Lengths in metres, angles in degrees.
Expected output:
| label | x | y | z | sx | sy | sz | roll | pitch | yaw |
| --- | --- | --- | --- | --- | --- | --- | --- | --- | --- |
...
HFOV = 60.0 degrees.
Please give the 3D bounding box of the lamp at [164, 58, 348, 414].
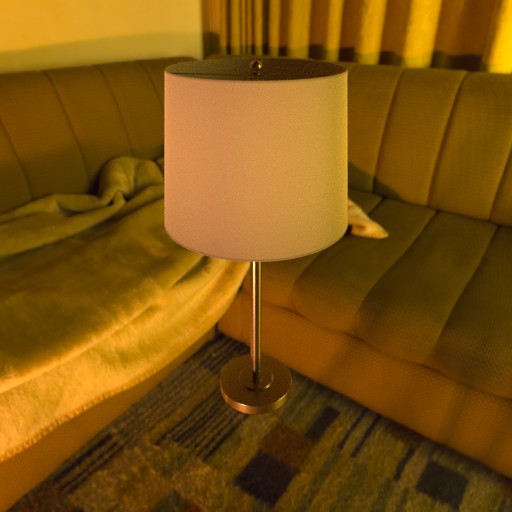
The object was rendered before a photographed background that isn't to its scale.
| label | x | y | z | sx | sy | sz | roll | pitch | yaw |
| --- | --- | --- | --- | --- | --- | --- | --- | --- | --- |
| lamp | 0.000 | 0.000 | 0.858 | 0.333 | 0.696 | 0.333 | 0 | 30 | 0 |
